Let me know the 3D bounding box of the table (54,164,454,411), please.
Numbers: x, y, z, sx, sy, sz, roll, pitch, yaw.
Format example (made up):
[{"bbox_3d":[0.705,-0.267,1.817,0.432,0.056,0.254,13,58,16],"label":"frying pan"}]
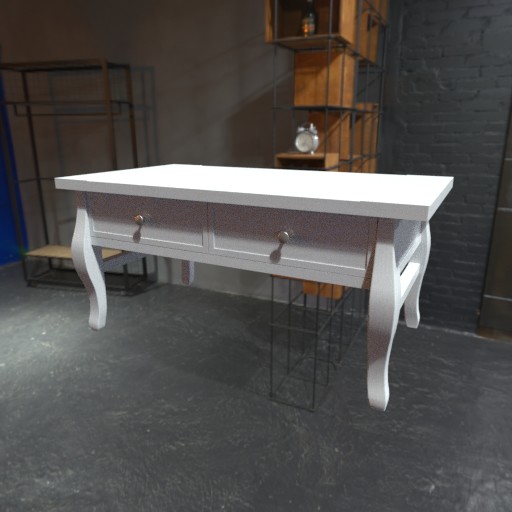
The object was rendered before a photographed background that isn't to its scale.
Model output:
[{"bbox_3d":[0.000,0.000,1.413,1.062,0.495,0.600,8,18,26],"label":"table"}]
